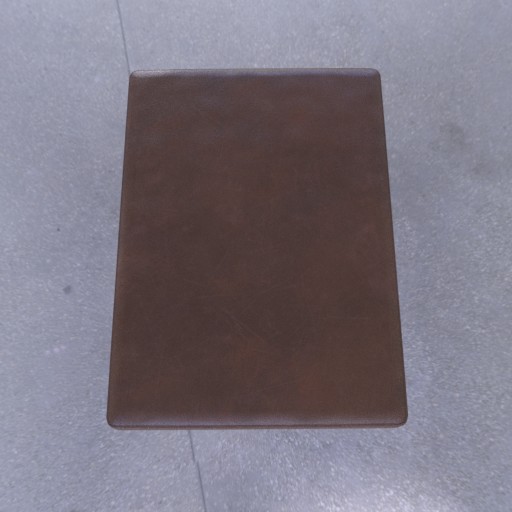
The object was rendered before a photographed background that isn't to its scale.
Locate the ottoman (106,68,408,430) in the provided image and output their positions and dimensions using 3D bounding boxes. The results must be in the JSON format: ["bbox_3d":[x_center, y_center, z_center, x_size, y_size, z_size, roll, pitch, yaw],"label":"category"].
[{"bbox_3d":[0.000,0.000,1.149,0.588,0.509,0.795,0,77,0],"label":"ottoman"}]
